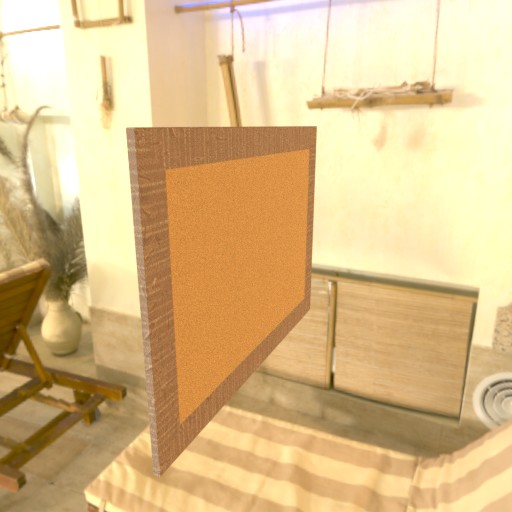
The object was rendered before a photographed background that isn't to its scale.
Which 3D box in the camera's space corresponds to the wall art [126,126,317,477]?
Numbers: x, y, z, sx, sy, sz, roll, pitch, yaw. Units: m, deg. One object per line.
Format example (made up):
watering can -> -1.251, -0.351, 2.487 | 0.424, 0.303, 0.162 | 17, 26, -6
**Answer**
wall art -> 0.000, 0.000, 1.356 | 0.020, 0.761, 1.056 | 8, 18, 24
